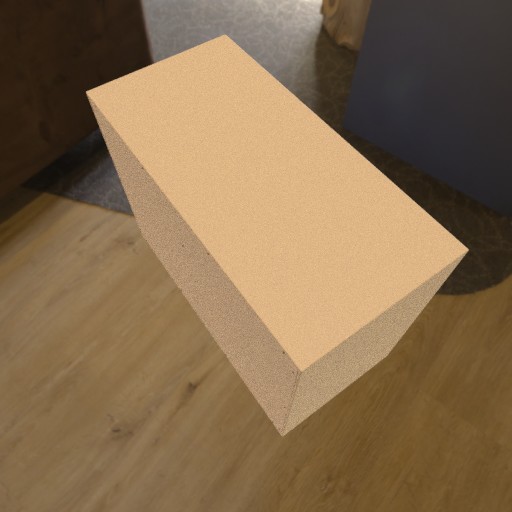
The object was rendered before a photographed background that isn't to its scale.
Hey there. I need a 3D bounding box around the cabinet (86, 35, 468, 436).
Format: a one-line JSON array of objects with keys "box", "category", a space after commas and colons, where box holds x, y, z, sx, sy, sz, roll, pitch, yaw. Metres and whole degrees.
[{"box": [0.000, 0.000, 1.237, 0.398, 0.761, 0.800, -31, 64, -17], "category": "cabinet"}]
